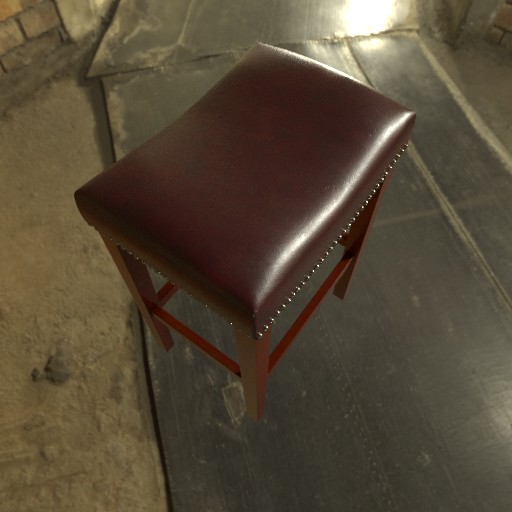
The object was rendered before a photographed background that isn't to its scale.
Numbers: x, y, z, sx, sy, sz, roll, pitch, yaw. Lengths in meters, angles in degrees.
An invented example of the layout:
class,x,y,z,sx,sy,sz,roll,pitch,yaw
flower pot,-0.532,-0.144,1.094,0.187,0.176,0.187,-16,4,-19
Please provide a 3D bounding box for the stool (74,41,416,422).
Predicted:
class,x,y,z,sx,sy,sz,roll,pitch,yaw
stool,0.000,0.000,1.035,0.372,0.742,0.504,32,64,18
